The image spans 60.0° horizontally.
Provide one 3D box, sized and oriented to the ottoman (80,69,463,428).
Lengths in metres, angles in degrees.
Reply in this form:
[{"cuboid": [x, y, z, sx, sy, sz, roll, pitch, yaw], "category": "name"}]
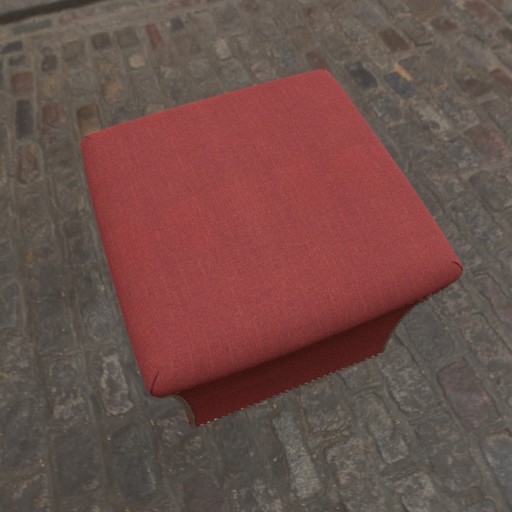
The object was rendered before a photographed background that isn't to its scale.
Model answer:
[{"cuboid": [0.000, 0.000, 0.895, 0.507, 0.475, 0.497, -19, 63, -10], "category": "ottoman"}]
